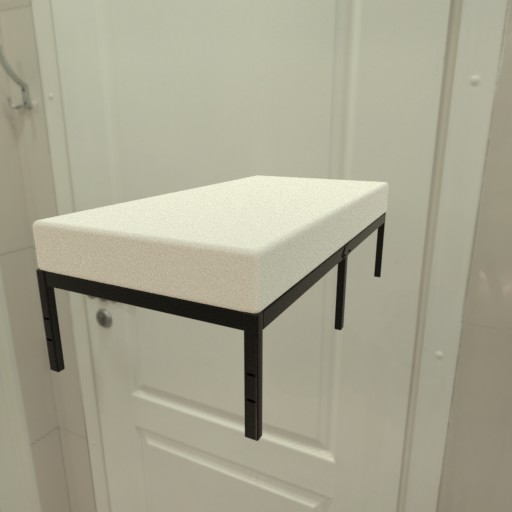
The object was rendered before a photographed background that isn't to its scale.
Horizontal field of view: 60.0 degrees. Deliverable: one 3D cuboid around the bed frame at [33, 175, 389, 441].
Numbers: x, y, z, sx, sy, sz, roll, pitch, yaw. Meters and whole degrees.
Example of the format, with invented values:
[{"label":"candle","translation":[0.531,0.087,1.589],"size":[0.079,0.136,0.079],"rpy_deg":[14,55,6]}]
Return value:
[{"label":"bed frame","translation":[0.000,0.000,2.437],"size":[1.023,0.659,1.950],"rpy_deg":[8,18,26]}]
